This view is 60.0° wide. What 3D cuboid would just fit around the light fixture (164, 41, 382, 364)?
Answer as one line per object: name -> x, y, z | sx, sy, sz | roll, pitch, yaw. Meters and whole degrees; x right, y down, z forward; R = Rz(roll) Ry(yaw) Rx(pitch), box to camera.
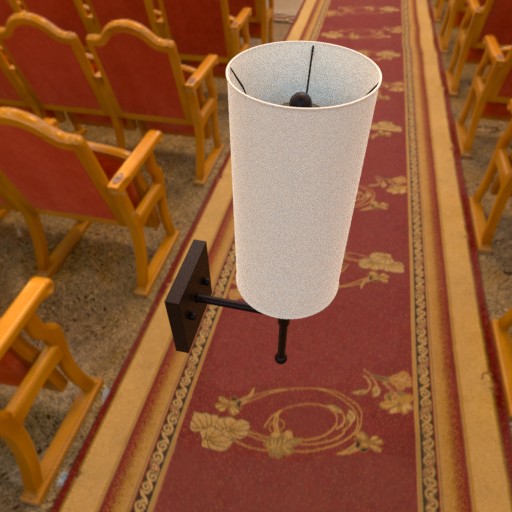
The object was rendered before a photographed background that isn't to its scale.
light fixture -> 0.000, 0.000, 0.539 | 0.208, 0.462, 0.128 | 9, 47, 9
